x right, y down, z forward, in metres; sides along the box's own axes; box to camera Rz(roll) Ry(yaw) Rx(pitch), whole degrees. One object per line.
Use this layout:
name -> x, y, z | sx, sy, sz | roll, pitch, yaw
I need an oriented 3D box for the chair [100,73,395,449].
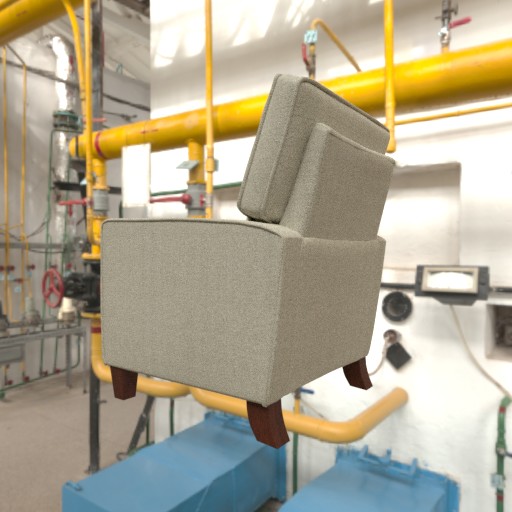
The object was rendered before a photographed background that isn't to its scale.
chair -> 0.000, 0.000, 1.422 | 0.754, 0.888, 0.648 | 1, 1, 36
